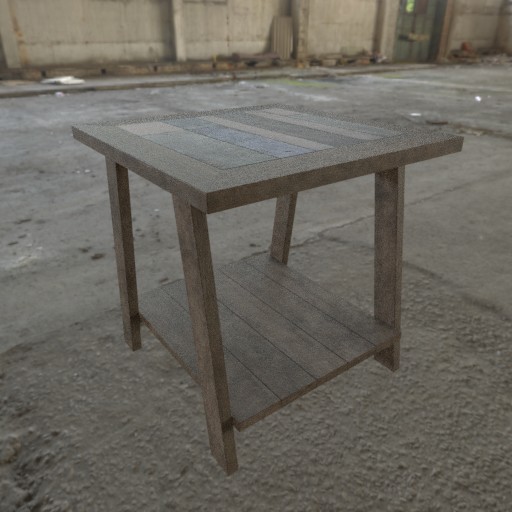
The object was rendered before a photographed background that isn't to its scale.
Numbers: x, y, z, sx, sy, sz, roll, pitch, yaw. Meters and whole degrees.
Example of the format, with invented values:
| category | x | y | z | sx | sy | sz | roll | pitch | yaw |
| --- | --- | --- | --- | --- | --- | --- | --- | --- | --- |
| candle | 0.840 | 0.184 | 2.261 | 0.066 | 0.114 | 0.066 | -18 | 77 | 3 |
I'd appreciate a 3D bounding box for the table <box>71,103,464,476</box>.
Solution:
| category | x | y | z | sx | sy | sz | roll | pitch | yaw |
| --- | --- | --- | --- | --- | --- | --- | --- | --- | --- |
| table | 0.000 | 0.000 | 1.099 | 0.610 | 0.610 | 0.610 | -18 | 32 | -32 |
